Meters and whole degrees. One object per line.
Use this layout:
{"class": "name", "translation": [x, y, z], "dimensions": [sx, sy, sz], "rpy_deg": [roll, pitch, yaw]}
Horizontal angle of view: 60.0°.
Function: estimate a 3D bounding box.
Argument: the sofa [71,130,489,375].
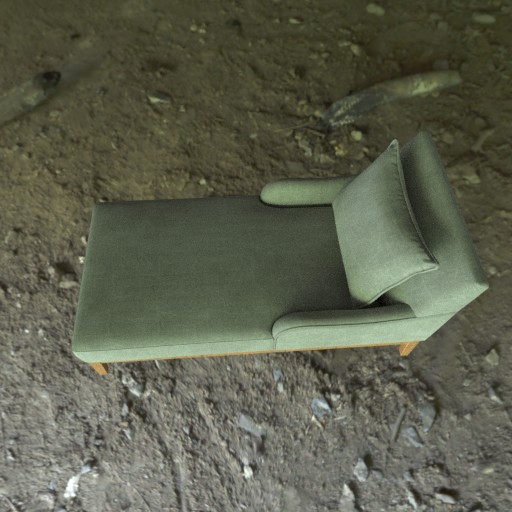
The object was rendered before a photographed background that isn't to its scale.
{"class": "sofa", "translation": [0.000, 0.000, 2.257], "dimensions": [1.779, 0.859, 0.894], "rpy_deg": [-3, 58, -2]}
